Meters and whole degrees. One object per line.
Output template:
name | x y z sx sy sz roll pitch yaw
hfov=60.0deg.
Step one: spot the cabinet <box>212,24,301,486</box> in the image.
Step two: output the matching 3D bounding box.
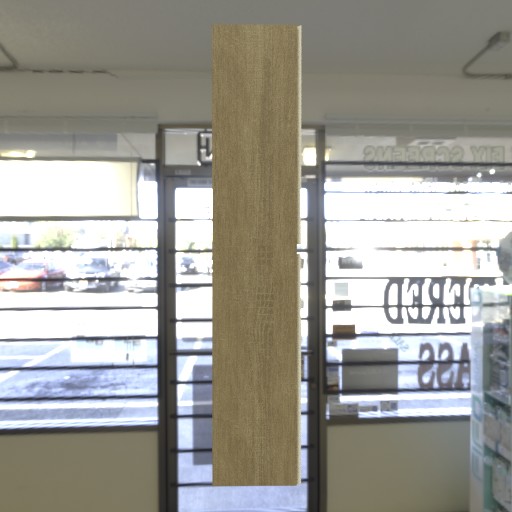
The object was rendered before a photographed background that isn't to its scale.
cabinet | 0.000 0.000 1.495 0.270 1.400 0.300 0 1 -1
